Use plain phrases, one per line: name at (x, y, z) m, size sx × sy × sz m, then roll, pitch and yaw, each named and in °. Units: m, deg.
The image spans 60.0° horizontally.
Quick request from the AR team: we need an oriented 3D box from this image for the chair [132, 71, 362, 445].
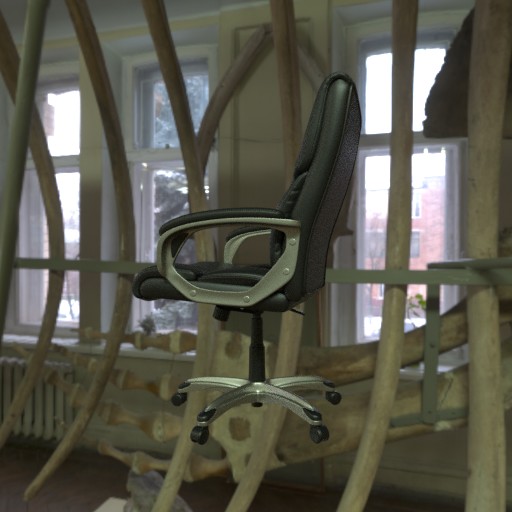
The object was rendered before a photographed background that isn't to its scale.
chair at (0.000, 0.000, 1.629) m, size 0.739 × 1.155 × 0.663 m, roll 0°, pitch 0°, yaw 17°
